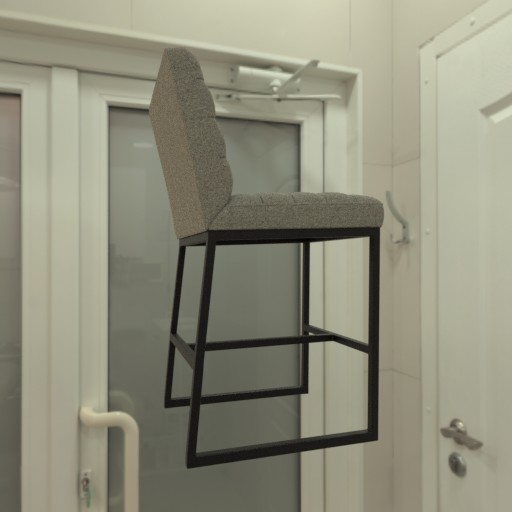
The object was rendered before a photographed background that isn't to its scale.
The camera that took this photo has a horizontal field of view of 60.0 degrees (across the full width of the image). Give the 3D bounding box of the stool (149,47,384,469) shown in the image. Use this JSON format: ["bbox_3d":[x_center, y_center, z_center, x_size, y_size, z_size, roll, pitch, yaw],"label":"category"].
[{"bbox_3d":[0.000,0.000,1.256,0.560,0.940,0.460,0,0,-18],"label":"stool"}]
